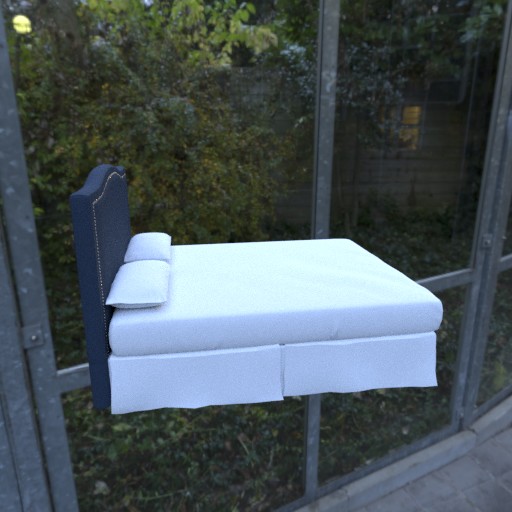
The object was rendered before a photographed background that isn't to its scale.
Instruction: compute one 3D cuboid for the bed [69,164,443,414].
[{"bbox_3d":[0.000,0.000,3.486,2.282,1.436,1.821,-3,17,-9],"label":"bed"}]
